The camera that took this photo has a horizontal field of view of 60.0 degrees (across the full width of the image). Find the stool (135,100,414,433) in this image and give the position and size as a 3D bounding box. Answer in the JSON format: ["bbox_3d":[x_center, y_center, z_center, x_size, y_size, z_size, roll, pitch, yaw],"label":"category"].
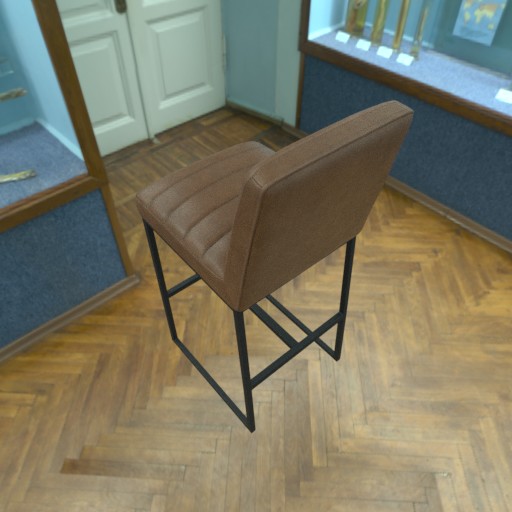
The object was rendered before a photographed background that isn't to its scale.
[{"bbox_3d":[0.000,0.000,1.333,0.458,1.040,0.556,-31,53,-27],"label":"stool"}]
